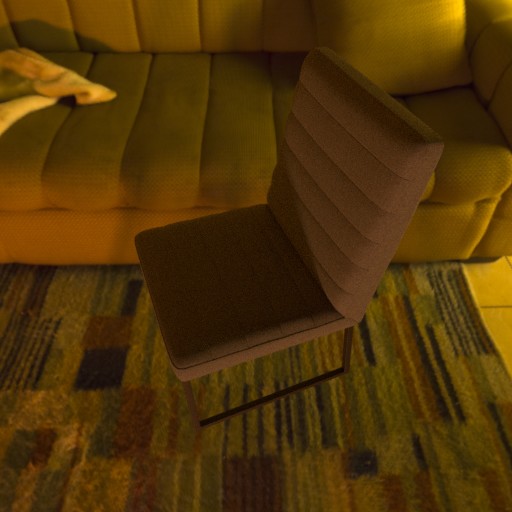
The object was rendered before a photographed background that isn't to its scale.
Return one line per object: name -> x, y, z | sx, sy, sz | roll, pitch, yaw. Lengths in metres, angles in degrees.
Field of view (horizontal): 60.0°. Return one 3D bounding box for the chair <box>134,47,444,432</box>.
chair -> 0.000, 0.000, 1.281 | 0.634, 0.930, 0.520 | -16, 49, -15
